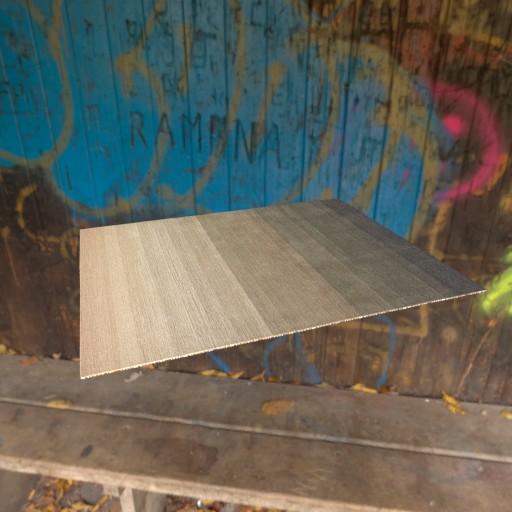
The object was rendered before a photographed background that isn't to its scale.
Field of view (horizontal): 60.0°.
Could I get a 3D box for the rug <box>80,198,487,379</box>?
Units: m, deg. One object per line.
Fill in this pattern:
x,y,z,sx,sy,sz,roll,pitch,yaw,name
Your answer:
0.000,0.000,3.916,2.932,0.015,2.315,-9,27,-18,rug
